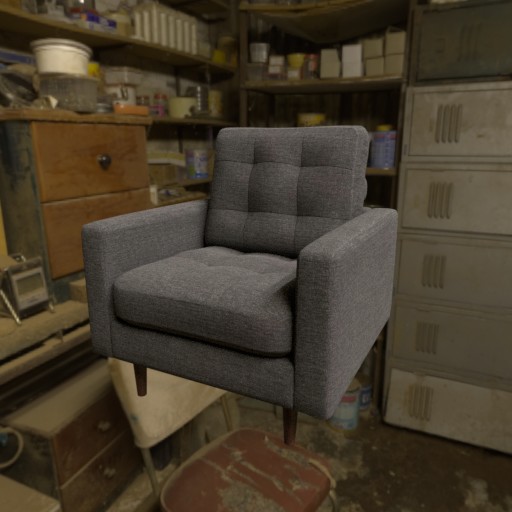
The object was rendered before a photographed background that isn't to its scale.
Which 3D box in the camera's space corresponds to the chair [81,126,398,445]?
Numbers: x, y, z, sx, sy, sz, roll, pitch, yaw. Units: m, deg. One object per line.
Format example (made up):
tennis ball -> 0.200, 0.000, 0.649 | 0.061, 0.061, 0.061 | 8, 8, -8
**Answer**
chair -> 0.000, 0.000, 1.545 | 0.821, 0.880, 0.843 | 7, 16, 26
